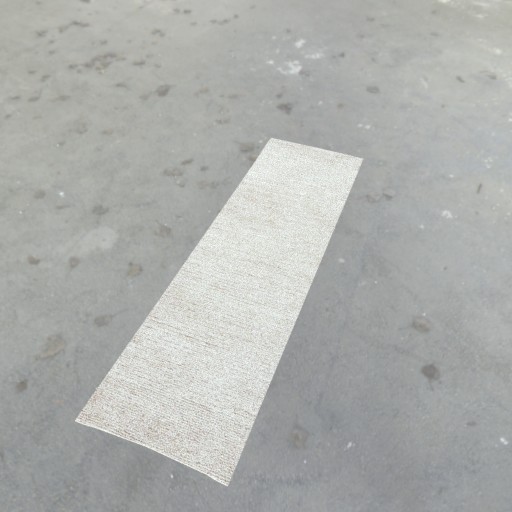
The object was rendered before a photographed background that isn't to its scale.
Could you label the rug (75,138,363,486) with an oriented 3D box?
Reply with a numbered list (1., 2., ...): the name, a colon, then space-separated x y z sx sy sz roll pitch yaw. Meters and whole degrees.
1. rug: 0.000 0.000 2.530 0.712 0.013 2.346 17 50 15
